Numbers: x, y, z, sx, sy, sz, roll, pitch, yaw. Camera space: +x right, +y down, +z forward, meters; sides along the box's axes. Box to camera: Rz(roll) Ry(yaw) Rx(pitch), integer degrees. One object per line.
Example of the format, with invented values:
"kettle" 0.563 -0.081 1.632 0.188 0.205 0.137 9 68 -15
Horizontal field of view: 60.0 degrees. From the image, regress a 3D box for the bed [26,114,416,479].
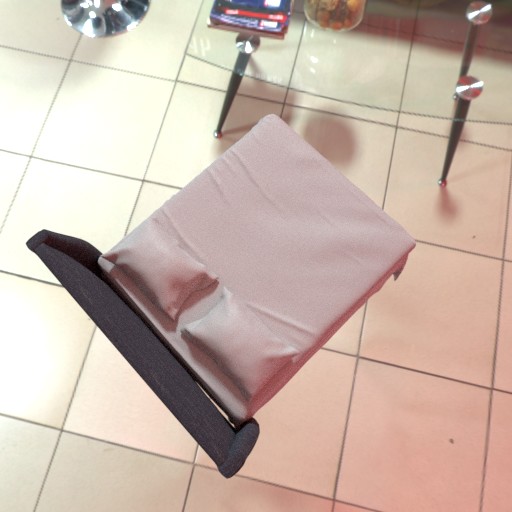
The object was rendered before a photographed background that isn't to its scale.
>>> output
"bed" 0.000 0.000 3.450 2.276 1.332 1.925 -43 78 -11
